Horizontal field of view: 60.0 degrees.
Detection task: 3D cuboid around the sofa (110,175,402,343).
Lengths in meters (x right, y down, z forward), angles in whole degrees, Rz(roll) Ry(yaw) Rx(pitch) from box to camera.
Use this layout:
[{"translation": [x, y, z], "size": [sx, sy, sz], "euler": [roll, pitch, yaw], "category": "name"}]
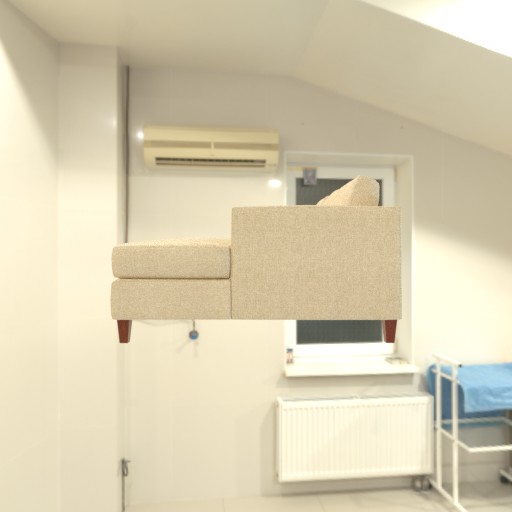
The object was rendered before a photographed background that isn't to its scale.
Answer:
[{"translation": [0.000, 0.000, 4.108], "size": [1.603, 0.954, 3.471], "euler": [0, 0, 0], "category": "sofa"}]
